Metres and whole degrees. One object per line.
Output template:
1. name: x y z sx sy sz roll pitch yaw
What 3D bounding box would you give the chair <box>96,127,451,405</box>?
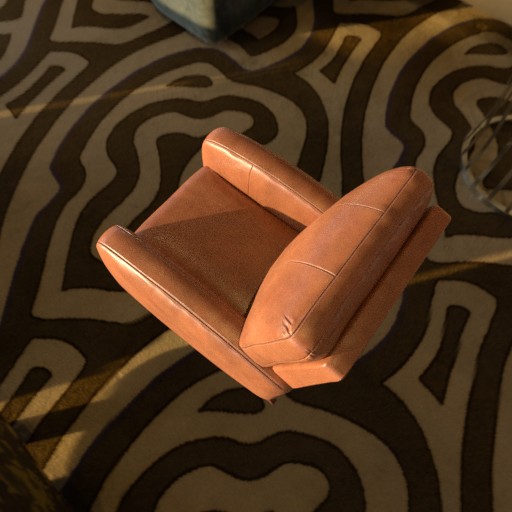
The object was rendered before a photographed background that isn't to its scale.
1. chair: 0.000 0.000 1.673 0.990 0.990 0.762 35 69 16
